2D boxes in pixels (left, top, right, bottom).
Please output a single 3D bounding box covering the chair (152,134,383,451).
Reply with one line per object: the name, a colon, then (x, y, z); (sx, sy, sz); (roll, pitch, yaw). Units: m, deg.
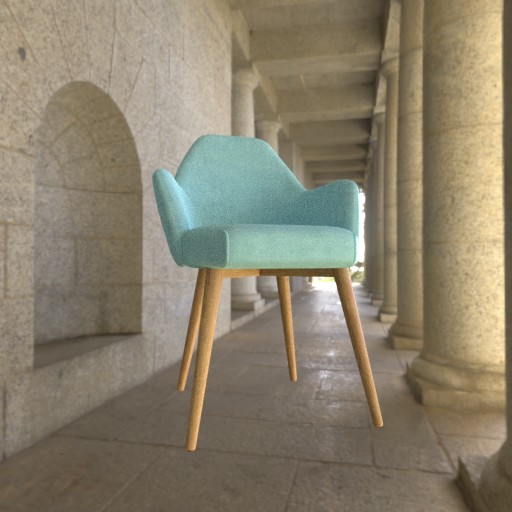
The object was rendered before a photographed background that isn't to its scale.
chair: (0.000, 0.000, 1.277); (0.590, 0.840, 0.610); (0, 0, -17)
